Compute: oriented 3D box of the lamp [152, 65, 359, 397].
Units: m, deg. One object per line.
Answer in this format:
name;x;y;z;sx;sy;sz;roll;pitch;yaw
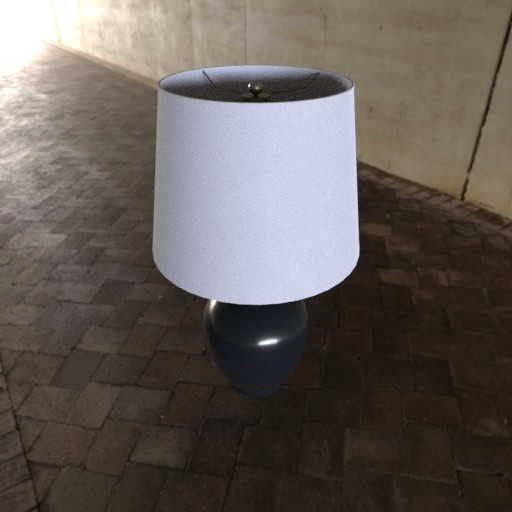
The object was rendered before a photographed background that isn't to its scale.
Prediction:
lamp;0.000;0.000;0.534;0.239;0.399;0.239;0;32;0
